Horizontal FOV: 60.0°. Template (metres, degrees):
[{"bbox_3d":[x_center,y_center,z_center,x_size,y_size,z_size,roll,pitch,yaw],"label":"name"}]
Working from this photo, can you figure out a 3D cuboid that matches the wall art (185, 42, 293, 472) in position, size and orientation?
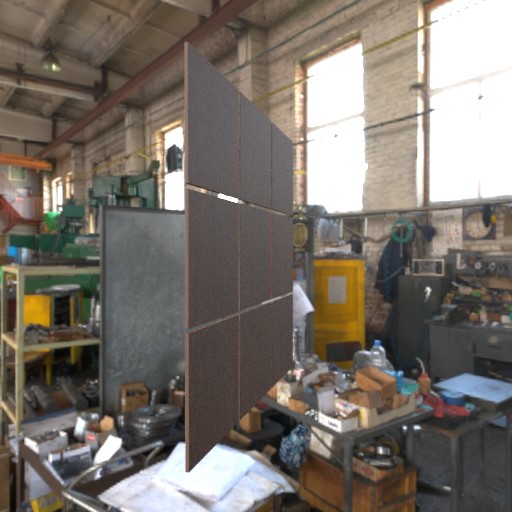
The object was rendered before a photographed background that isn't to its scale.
[{"bbox_3d":[0.000,0.000,2.292,0.014,1.525,1.527,0,1,19],"label":"wall art"}]
